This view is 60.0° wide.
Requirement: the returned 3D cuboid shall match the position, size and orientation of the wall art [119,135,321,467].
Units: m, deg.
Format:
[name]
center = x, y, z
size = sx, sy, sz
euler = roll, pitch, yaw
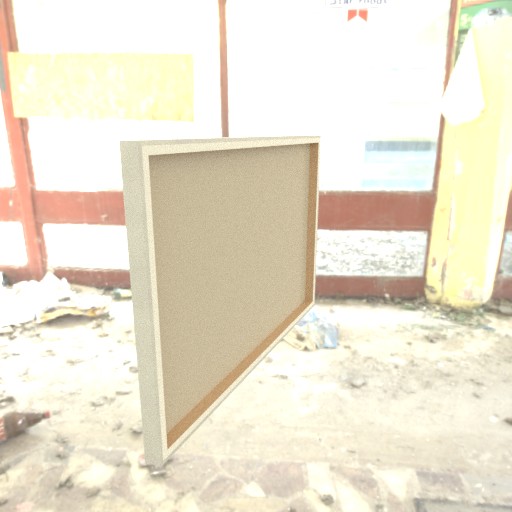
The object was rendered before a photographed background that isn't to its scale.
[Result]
[wall art]
center = 0.000, 0.000, 1.174
size = 0.038, 0.610, 0.915
euler = 8, 18, 25
